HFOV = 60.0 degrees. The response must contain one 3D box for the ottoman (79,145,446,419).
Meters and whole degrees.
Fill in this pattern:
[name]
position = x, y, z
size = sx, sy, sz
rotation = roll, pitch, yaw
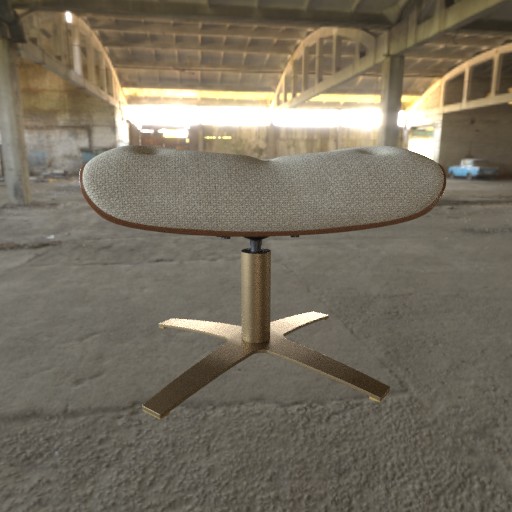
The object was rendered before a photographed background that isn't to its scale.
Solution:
[ottoman]
position = 0.000, 0.000, 0.815
size = 0.520, 0.391, 0.394
rotation = -2, 13, -8
